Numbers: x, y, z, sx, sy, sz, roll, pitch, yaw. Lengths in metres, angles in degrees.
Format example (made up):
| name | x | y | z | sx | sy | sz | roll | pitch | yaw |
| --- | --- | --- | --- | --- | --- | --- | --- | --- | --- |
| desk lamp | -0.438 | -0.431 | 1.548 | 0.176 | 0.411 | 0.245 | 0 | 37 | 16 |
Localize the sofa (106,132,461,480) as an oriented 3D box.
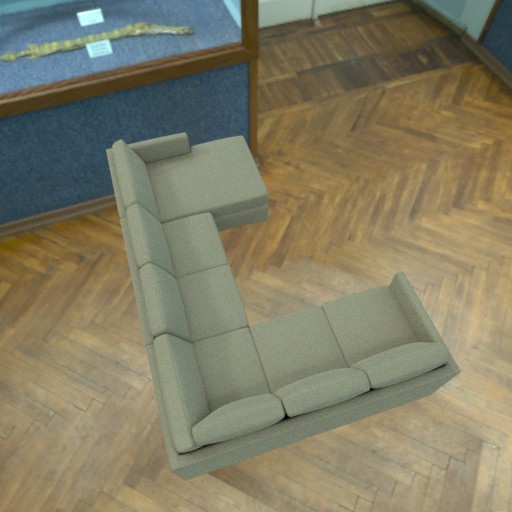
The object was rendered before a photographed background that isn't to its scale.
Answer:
| name | x | y | z | sx | sy | sz | roll | pitch | yaw |
| --- | --- | --- | --- | --- | --- | --- | --- | --- | --- |
| sofa | 0.000 | 0.000 | 4.498 | 2.427 | 0.882 | 3.460 | -15 | 59 | -9 |
